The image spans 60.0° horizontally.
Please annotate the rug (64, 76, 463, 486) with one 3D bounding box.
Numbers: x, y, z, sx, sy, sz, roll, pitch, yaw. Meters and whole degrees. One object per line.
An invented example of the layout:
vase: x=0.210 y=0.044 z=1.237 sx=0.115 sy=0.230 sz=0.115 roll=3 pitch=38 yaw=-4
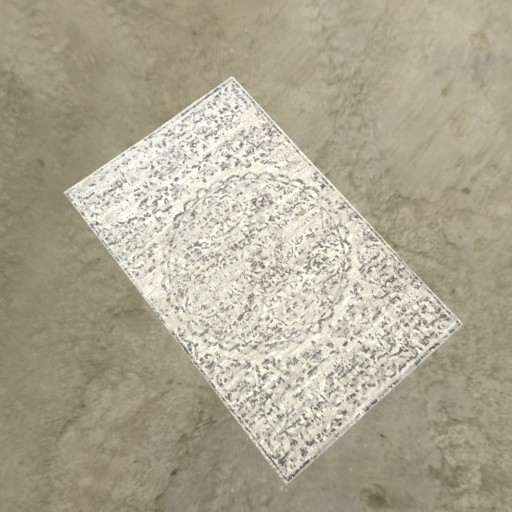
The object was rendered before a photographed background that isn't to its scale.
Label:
rug: x=0.000 y=0.000 z=3.029 sx=1.527 sy=0.021 sz=2.447 roll=-38 pitch=78 yaw=-9
